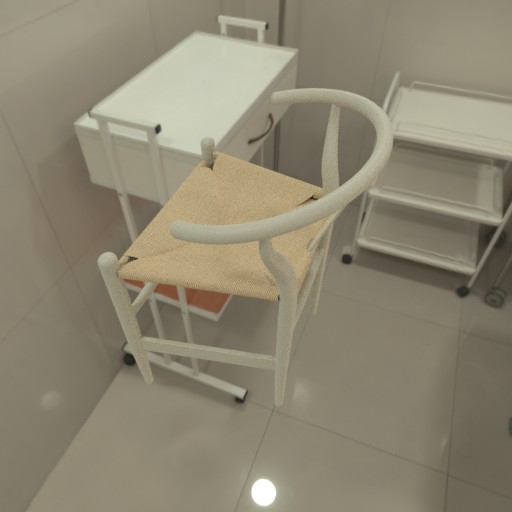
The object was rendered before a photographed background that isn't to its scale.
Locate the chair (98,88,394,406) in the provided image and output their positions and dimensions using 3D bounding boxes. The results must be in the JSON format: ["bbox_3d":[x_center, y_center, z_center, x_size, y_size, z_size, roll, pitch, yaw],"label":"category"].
[{"bbox_3d":[0.000,0.000,1.082,0.500,0.736,0.533,16,48,14],"label":"chair"}]
